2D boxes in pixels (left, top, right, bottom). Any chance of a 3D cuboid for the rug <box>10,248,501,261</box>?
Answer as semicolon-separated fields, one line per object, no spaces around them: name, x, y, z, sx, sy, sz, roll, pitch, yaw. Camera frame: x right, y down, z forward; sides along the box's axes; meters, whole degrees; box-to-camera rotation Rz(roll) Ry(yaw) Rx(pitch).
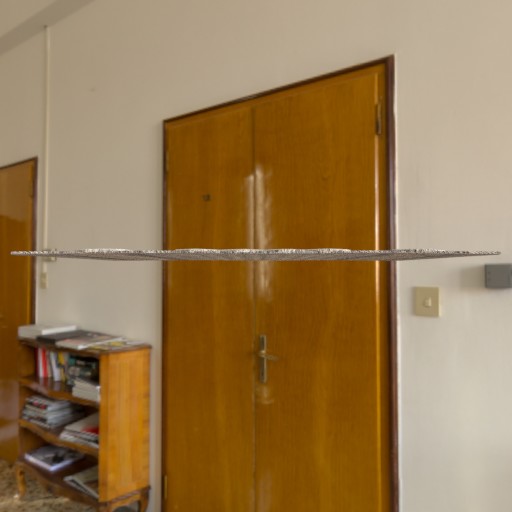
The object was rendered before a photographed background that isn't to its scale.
rug;0.000;0.000;2.847;2.333;0.033;1.513;0;-2;0
